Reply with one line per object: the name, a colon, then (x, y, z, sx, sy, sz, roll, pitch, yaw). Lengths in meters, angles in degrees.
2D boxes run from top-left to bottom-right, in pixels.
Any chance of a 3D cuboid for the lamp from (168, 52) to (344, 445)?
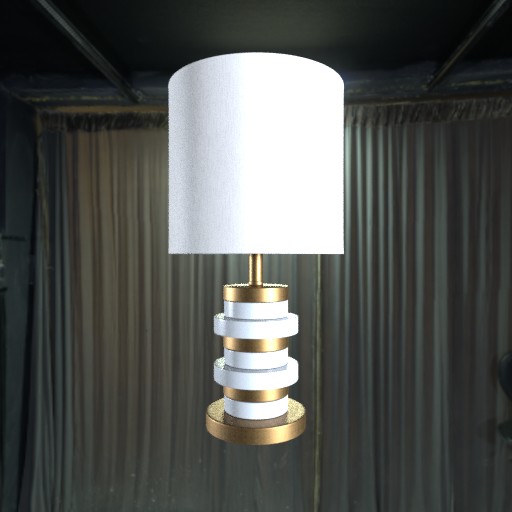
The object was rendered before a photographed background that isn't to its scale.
lamp: (0.000, 0.000, 0.541, 0.210, 0.410, 0.210, 0, 0, 0)
